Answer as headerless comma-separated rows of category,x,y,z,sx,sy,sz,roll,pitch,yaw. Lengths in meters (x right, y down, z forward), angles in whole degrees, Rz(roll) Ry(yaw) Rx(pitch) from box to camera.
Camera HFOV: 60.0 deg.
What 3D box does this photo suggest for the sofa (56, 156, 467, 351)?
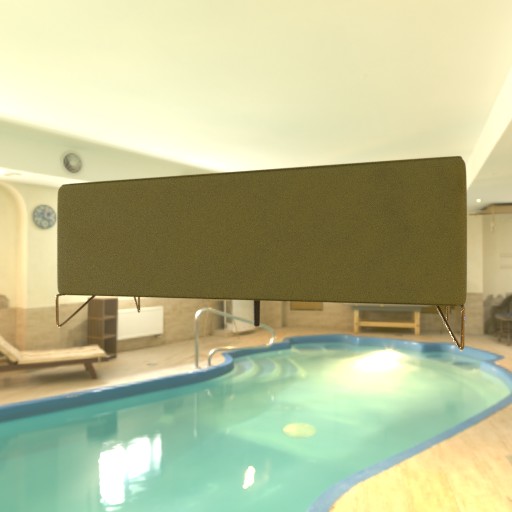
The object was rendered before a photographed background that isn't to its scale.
sofa,0.000,0.000,2.494,2.087,0.789,0.867,0,-1,19
